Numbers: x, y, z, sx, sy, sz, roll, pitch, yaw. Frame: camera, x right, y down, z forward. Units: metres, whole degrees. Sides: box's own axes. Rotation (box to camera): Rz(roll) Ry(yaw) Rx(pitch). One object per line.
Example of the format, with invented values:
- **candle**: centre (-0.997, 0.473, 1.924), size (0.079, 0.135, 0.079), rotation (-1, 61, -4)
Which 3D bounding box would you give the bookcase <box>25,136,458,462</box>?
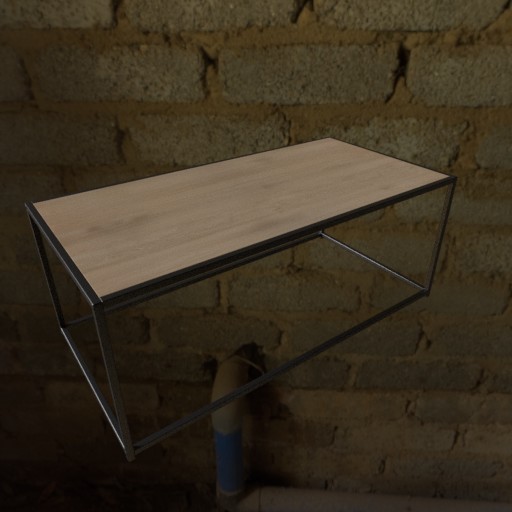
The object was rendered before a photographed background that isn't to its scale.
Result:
- **bookcase**: centre (0.000, 0.000, 1.232), size (1.000, 0.400, 0.500), rotation (-20, 36, -30)
